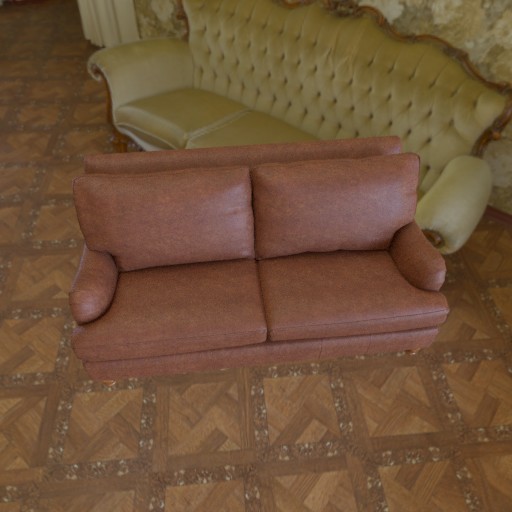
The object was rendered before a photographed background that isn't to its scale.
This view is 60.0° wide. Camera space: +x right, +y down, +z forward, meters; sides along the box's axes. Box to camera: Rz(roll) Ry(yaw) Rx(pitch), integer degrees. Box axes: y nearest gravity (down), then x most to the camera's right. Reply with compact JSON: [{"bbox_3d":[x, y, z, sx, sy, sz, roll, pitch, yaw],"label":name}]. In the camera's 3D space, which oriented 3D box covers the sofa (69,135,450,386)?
[{"bbox_3d":[0.000,0.000,2.796,2.144,1.071,1.147,-5,47,-4],"label":"sofa"}]
